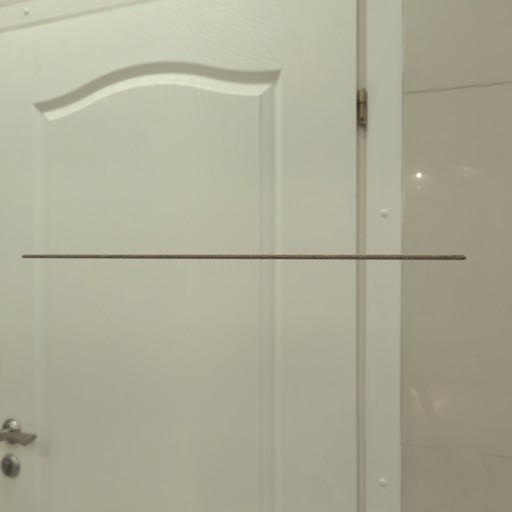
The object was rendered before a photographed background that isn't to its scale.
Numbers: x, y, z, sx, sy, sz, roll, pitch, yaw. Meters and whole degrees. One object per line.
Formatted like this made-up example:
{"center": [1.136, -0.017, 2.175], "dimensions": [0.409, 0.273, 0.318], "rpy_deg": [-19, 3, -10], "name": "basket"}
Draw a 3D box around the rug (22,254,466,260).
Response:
{"center": [0.000, 0.000, 2.289], "dimensions": [1.829, 0.016, 1.219], "rpy_deg": [0, 0, 18], "name": "rug"}
